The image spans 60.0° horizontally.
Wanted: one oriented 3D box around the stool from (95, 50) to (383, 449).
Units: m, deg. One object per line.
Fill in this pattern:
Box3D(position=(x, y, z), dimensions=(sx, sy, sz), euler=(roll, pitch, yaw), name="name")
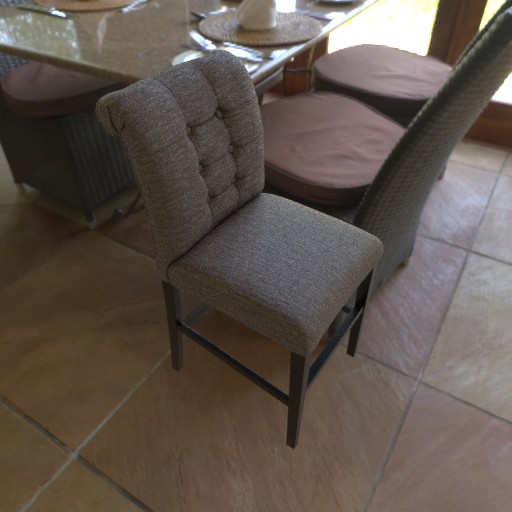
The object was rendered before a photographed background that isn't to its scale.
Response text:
Box3D(position=(0.000, 0.000, 1.300), dimensions=(0.611, 0.970, 0.457), euler=(25, 47, 26), name="stool")
